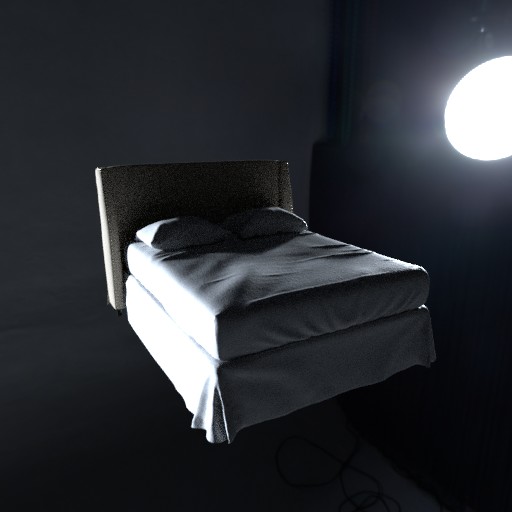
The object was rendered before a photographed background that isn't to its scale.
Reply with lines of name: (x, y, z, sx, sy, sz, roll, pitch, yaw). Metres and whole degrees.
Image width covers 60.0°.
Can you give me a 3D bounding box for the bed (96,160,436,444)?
bed: (0.000, 0.000, 3.498, 1.925, 1.332, 2.276, -9, 18, -28)
